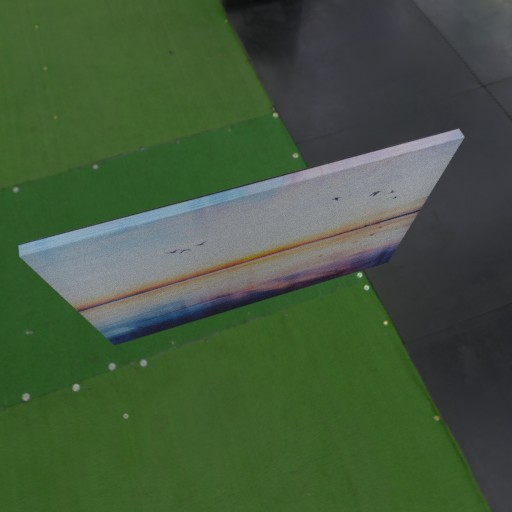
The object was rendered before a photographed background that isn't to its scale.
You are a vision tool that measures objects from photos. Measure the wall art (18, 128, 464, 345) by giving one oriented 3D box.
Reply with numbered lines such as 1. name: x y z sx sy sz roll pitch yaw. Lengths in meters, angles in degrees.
1. wall art: 0.000 0.000 1.426 1.137 0.756 0.034 -16 65 -8
